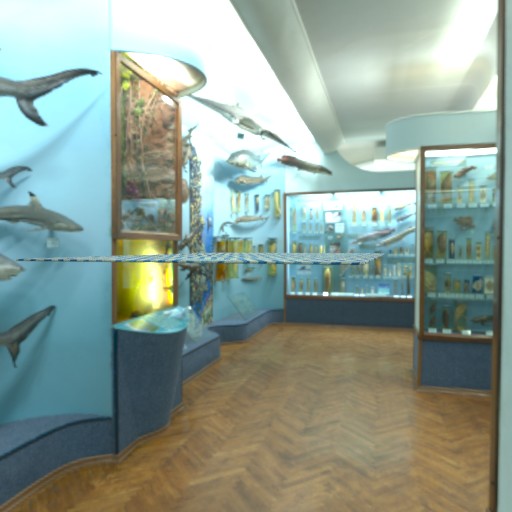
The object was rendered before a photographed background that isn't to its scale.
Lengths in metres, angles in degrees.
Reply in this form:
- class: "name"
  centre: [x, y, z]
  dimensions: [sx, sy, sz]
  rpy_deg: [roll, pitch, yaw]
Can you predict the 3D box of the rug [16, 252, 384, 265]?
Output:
- class: "rug"
  centre: [0.000, 0.000, 2.274]
  dimensions: [1.225, 0.008, 1.830]
  rpy_deg: [0, 1, 18]
